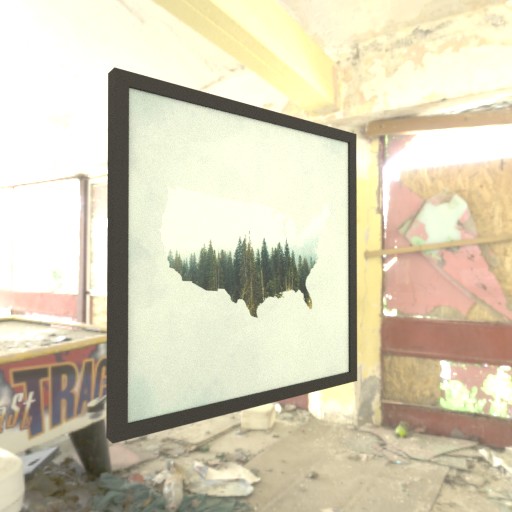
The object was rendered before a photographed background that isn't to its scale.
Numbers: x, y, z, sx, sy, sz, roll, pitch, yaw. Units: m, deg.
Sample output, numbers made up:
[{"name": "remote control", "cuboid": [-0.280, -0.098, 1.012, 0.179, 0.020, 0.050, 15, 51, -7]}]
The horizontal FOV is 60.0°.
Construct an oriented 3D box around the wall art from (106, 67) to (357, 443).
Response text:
[{"name": "wall art", "cuboid": [0.000, 0.000, 1.148, 0.763, 0.763, 0.038, 1, -1, -38]}]
